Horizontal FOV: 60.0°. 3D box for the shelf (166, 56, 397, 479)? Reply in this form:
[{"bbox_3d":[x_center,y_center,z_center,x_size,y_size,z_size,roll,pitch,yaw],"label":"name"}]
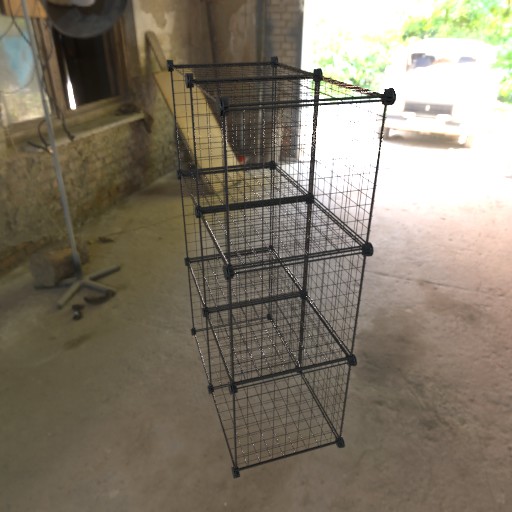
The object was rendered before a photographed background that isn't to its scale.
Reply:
[{"bbox_3d":[0.000,0.000,1.373,0.356,1.067,0.711,-9,30,-15],"label":"shelf"}]
